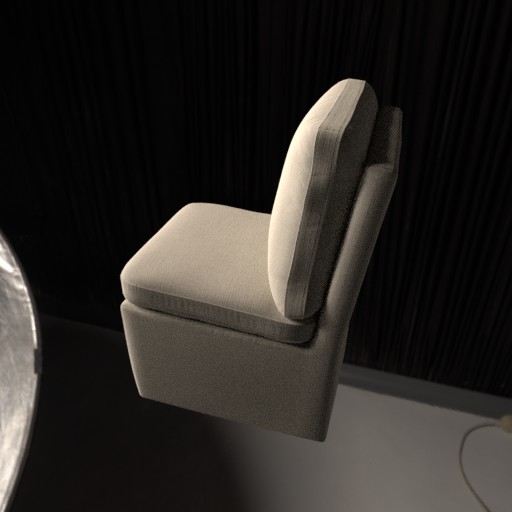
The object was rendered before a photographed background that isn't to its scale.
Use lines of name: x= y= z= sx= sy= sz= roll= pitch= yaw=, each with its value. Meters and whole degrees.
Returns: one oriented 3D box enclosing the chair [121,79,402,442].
chair: x=0.000 y=0.000 z=1.304 sx=0.698 sy=0.927 sz=0.503 roll=9 pitch=33 yaw=14
